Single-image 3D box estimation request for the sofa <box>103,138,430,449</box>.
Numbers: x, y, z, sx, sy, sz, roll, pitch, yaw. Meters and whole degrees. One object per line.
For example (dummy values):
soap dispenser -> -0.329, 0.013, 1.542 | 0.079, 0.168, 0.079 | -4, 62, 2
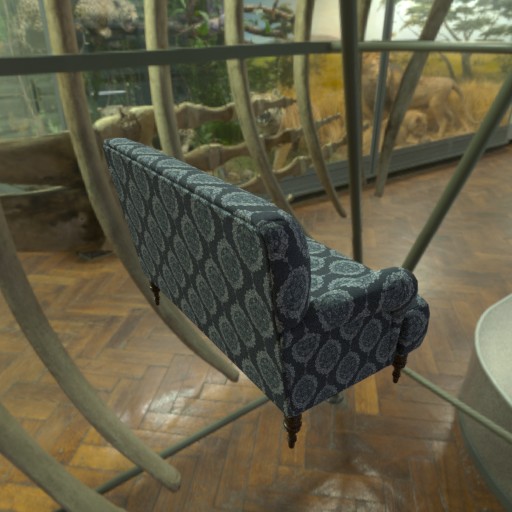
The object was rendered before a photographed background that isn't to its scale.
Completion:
sofa -> 0.000, 0.000, 1.822 | 0.779, 0.867, 1.297 | -18, 32, -31
